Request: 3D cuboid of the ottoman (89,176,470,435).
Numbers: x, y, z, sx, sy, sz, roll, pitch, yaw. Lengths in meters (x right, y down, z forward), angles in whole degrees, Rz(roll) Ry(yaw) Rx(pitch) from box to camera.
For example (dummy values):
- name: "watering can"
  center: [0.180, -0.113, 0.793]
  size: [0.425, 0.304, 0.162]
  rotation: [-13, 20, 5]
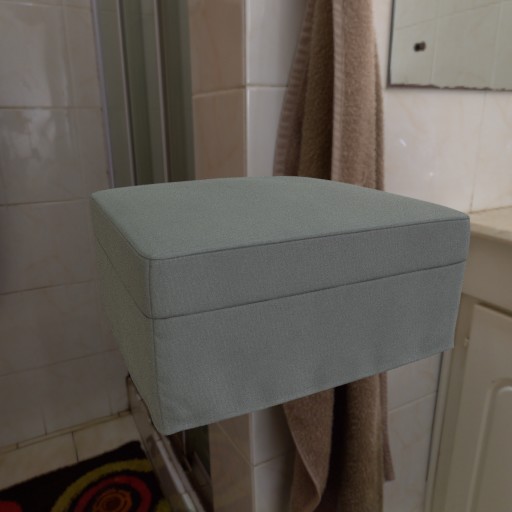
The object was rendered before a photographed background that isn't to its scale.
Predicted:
- name: "ottoman"
  center: [0.000, 0.000, 1.331]
  size: [0.843, 0.441, 0.842]
  rotation: [-8, 19, -25]
